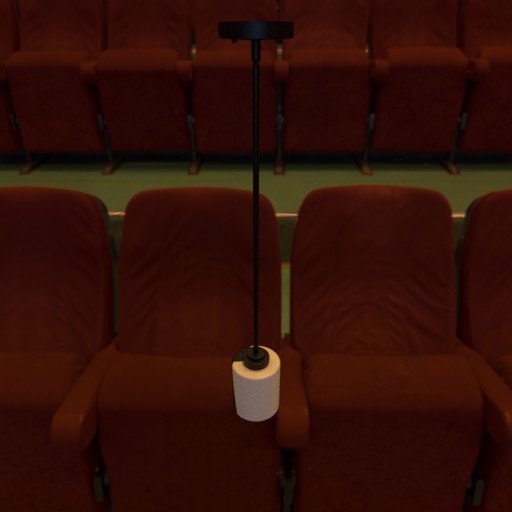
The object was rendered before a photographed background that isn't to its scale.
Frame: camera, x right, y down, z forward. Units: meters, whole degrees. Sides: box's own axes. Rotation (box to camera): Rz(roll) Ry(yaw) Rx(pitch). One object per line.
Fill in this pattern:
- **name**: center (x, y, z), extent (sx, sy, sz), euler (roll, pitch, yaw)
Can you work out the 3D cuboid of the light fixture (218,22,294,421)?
- **light fixture**: center (0.000, 0.000, 0.924), extent (0.123, 0.863, 0.123), euler (0, 29, 1)
